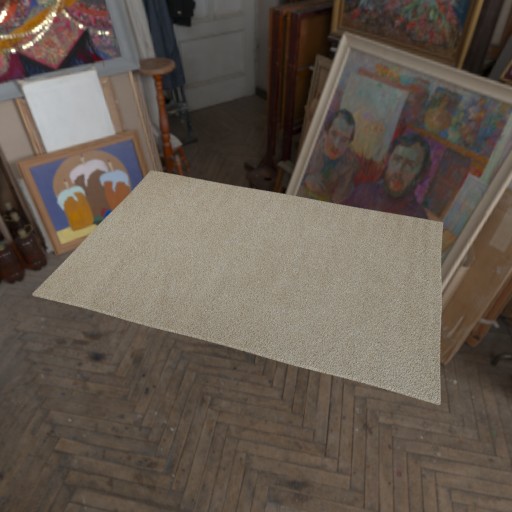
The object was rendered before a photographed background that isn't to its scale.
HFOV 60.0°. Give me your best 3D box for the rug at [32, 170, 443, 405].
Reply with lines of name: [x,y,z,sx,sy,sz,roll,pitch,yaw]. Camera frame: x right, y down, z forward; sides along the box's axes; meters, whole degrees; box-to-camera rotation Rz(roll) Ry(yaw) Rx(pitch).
rug: [0.000,0.000,2.935,2.346,0.025,1.500,12,43,13]
